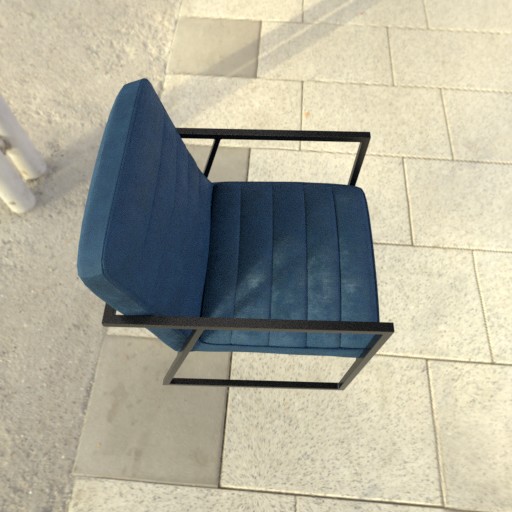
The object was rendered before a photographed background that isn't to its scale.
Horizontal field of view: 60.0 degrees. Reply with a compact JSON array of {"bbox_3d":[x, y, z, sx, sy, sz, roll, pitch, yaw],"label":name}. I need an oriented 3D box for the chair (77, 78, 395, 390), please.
[{"bbox_3d":[0.000,0.000,1.265,0.677,0.833,0.571,2,62,1],"label":"chair"}]
